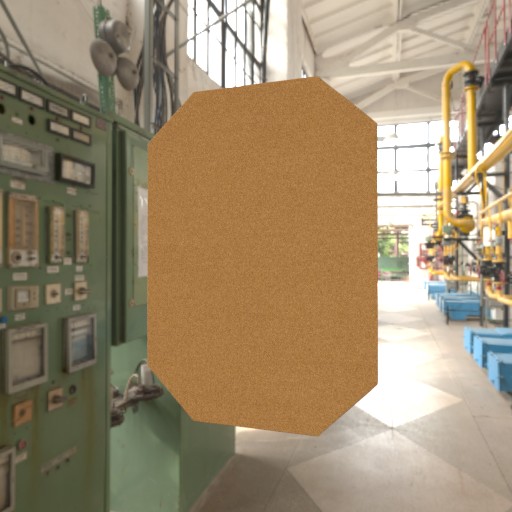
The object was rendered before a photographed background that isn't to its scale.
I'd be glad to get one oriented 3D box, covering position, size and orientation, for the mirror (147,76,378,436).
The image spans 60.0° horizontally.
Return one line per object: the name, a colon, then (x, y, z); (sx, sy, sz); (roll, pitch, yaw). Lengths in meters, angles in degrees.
mirror: (0.000, 0.000, 1.336); (0.709, 1.015, 0.061); (0, 0, 18)
